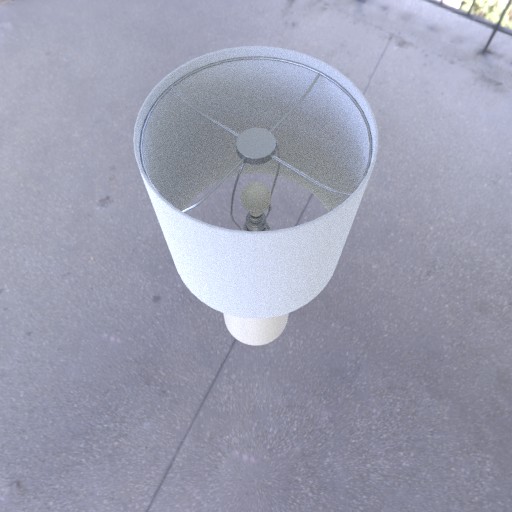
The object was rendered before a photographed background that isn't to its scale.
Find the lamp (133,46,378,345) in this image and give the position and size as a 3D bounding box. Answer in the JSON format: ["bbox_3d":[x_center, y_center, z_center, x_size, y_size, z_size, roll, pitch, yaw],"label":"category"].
[{"bbox_3d":[0.000,0.000,0.605,0.212,0.493,0.212,35,68,16],"label":"lamp"}]
